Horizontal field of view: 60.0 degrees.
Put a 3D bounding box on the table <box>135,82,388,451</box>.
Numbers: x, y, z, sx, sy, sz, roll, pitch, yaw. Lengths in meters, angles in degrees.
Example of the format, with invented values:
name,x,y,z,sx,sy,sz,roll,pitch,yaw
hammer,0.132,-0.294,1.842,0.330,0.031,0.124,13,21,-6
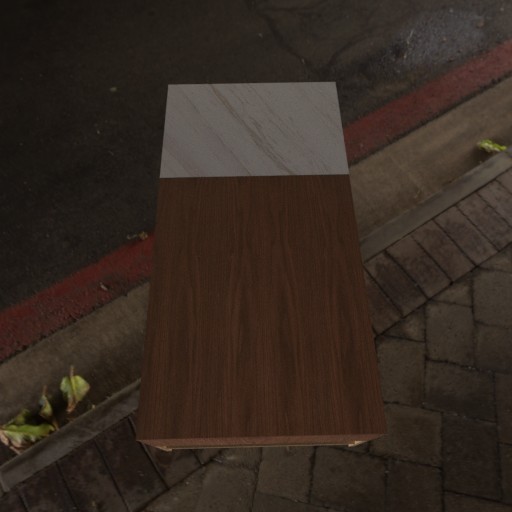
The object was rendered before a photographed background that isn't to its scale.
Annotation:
name,x,y,z,sx,sy,sz,roll,pitch,yaw
table,0.000,0.000,1.986,0.789,0.551,1.553,-1,63,-1
